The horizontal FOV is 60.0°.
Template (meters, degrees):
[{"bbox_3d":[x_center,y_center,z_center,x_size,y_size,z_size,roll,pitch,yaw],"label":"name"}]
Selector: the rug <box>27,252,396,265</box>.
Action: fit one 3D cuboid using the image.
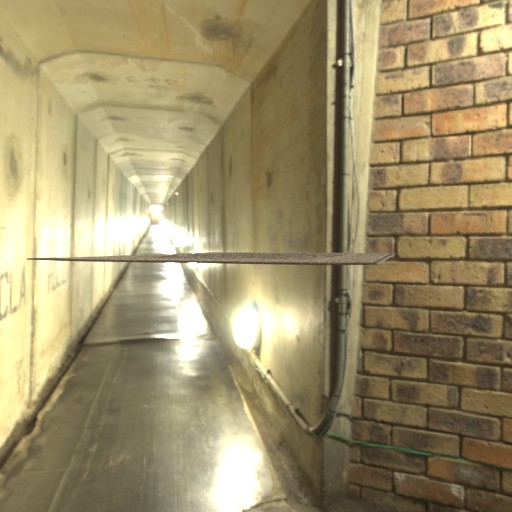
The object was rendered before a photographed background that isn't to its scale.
[{"bbox_3d":[0.000,0.000,4.224,2.451,0.026,3.069,1,2,19],"label":"rug"}]
